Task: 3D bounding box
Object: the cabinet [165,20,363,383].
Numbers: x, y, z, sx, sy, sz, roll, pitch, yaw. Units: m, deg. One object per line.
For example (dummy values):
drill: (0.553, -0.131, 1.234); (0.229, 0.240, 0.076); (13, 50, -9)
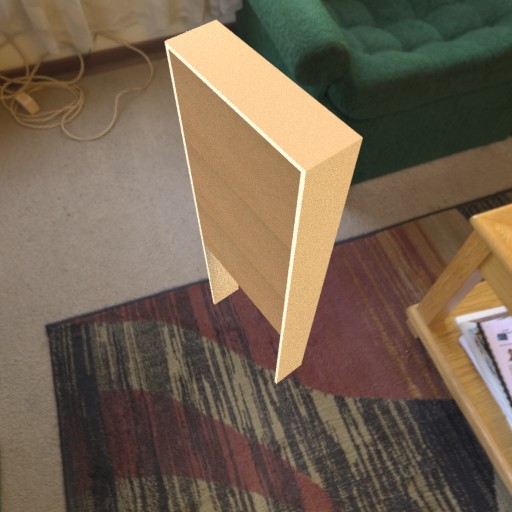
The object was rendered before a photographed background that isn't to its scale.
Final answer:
cabinet: (0.000, 0.000, 1.958); (0.192, 1.770, 0.643); (-33, 64, -18)
